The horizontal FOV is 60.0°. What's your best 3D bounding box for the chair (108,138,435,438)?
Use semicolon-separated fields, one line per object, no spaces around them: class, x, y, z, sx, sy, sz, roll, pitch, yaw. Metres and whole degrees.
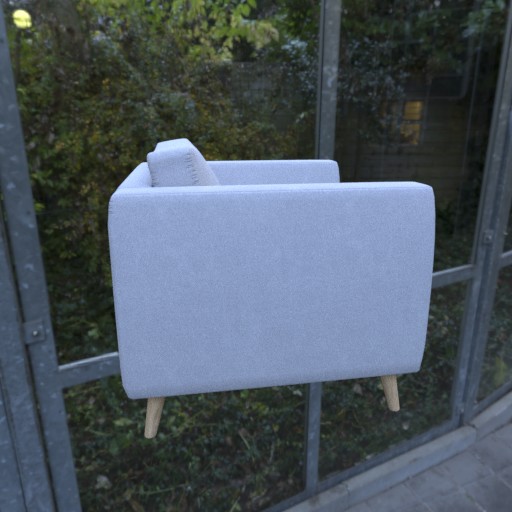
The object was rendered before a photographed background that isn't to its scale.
chair;0.000;0.000;1.715;0.930;0.860;1.000;-3;17;-9
